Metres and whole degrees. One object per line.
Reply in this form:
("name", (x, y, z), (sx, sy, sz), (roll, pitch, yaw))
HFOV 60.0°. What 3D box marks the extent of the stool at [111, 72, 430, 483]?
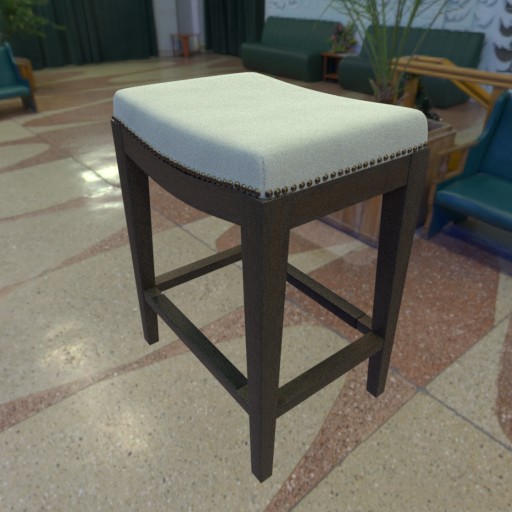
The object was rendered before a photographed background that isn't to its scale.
("stool", (0.000, 0.000, 0.931), (0.361, 0.642, 0.500), (-22, 38, -31))
